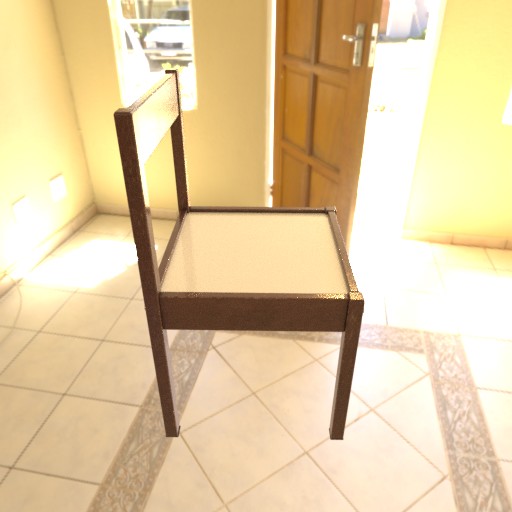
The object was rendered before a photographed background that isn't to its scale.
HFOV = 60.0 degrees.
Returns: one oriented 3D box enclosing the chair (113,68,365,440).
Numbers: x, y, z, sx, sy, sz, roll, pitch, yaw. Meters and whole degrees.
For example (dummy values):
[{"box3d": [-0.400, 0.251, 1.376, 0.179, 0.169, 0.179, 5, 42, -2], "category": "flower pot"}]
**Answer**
[{"box3d": [0.000, 0.000, 0.693, 0.285, 0.505, 0.285, 1, 31, 1], "category": "chair"}]
